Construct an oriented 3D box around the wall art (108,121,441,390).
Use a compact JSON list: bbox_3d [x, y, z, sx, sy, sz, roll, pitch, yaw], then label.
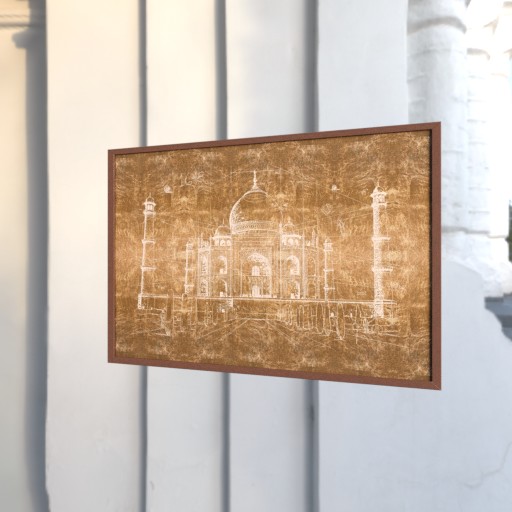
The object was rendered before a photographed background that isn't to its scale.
[{"bbox_3d":[0.000,0.000,0.853,0.660,0.455,0.014,0,0,17],"label":"wall art"}]
